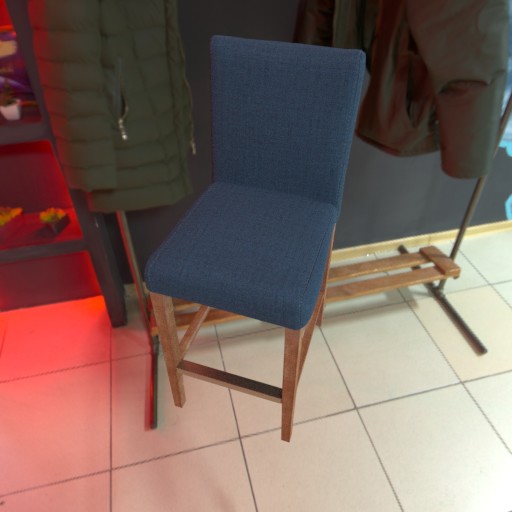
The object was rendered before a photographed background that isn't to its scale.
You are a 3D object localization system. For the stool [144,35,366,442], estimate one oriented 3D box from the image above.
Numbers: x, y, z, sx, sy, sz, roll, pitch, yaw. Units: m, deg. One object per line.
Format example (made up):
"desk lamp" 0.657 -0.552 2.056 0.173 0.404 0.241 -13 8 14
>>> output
"stool" 0.000 0.000 1.356 0.454 1.088 0.574 13 43 14
